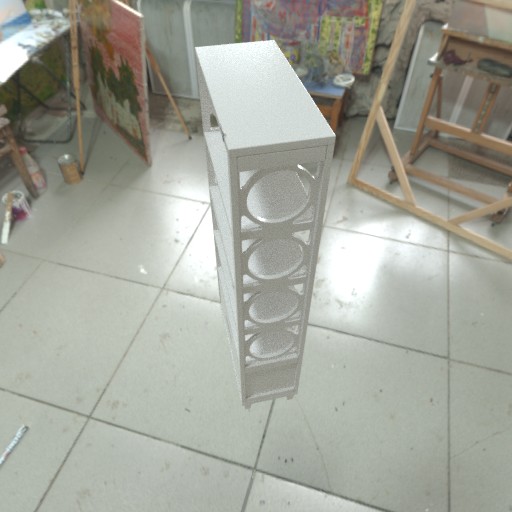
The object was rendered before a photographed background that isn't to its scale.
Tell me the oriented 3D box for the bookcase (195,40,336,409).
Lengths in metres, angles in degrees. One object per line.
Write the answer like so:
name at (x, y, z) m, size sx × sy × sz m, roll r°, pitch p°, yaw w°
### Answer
bookcase at (0.000, 0.000, 2.236) m, size 0.361 × 1.869 × 0.761 m, roll -9°, pitch 48°, yaw -9°
